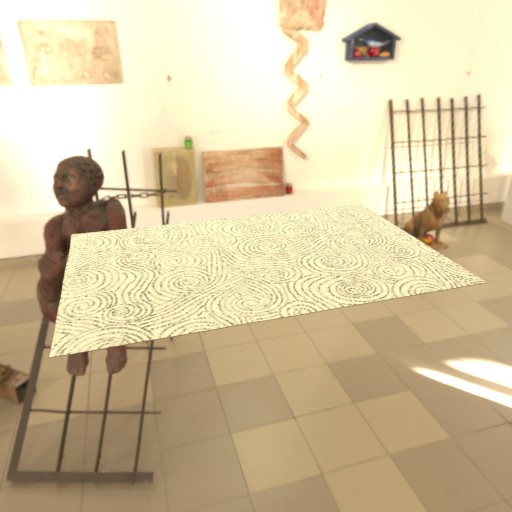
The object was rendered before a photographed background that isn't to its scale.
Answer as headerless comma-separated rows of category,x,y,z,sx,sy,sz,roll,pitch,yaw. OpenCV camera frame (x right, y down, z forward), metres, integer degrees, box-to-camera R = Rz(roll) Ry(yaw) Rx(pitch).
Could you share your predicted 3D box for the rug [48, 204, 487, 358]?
rug,0.000,0.000,2.994,2.439,0.005,1.524,-7,26,-15
